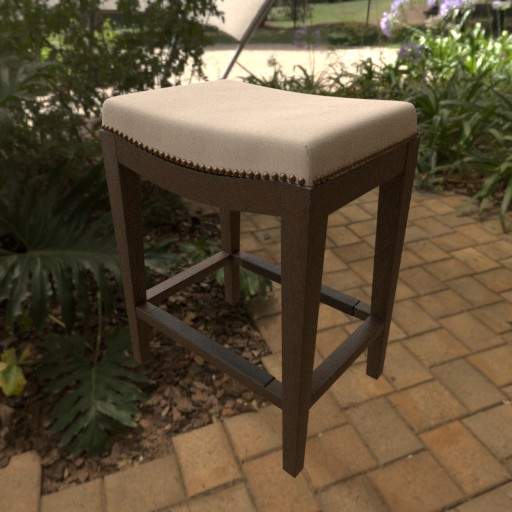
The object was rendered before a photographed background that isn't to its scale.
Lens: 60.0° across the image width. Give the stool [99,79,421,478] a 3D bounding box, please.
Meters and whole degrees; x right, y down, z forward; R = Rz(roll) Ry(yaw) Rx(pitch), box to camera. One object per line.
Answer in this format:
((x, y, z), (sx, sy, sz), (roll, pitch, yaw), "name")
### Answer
((0.000, 0.000, 0.943), (0.500, 0.642, 0.361), (23, 37, 34), "stool")
